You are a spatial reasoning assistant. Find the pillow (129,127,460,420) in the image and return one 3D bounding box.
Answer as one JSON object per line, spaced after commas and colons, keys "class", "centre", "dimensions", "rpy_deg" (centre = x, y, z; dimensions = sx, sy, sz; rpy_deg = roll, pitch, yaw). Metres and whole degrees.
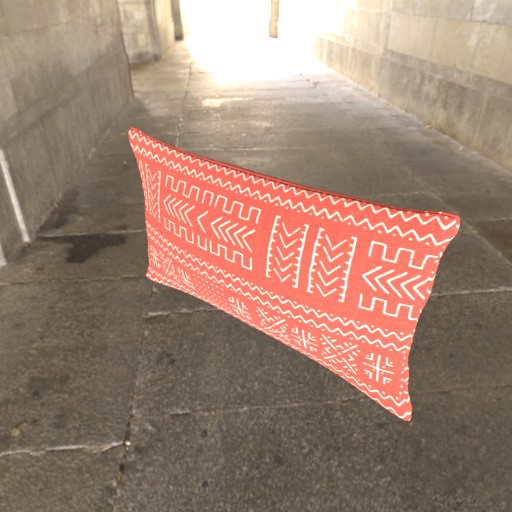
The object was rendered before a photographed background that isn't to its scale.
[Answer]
{"class": "pillow", "centre": [0.000, 0.000, 0.784], "dimensions": [0.640, 0.352, 0.130], "rpy_deg": [23, 38, 33]}
